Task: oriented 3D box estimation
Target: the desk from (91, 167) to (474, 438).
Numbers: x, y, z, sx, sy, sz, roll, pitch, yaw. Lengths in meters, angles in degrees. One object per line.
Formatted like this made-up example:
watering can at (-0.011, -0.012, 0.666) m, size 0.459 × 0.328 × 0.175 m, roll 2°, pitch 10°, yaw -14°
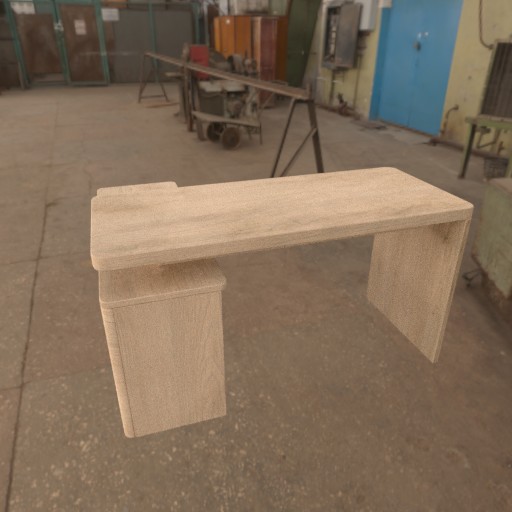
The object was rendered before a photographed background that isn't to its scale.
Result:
desk at (0.000, 0.000, 2.160) m, size 1.400 × 0.770 × 1.175 m, roll -8°, pitch 28°, yaw -16°
